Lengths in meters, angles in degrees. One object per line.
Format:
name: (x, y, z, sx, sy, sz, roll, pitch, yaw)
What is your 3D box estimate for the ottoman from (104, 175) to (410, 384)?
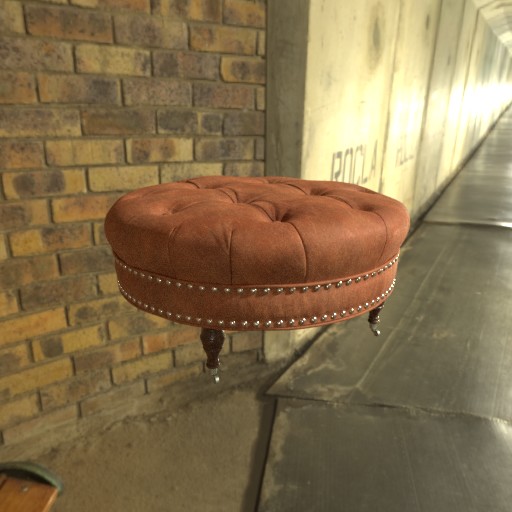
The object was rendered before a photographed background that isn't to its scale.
ottoman: (0.000, 0.000, 1.399, 0.901, 0.444, 0.901, 0, 17, 0)
